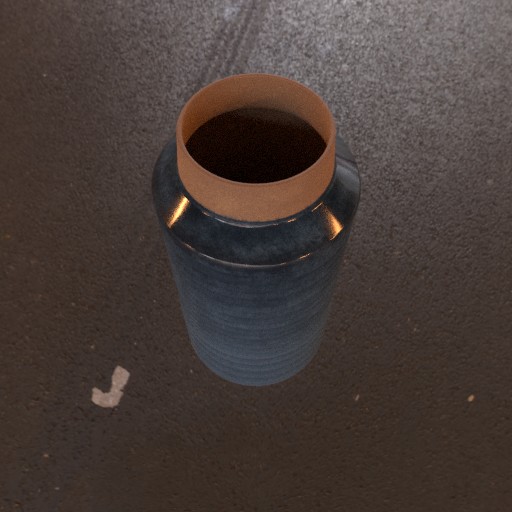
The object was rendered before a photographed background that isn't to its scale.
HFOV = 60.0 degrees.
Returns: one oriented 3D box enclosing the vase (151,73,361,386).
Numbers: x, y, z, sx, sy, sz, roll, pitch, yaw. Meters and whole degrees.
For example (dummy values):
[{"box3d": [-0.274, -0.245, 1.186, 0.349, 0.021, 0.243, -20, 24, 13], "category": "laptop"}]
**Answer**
[{"box3d": [0.000, 0.000, 0.403, 0.163, 0.316, 0.163, 0, 60, 0], "category": "vase"}]
